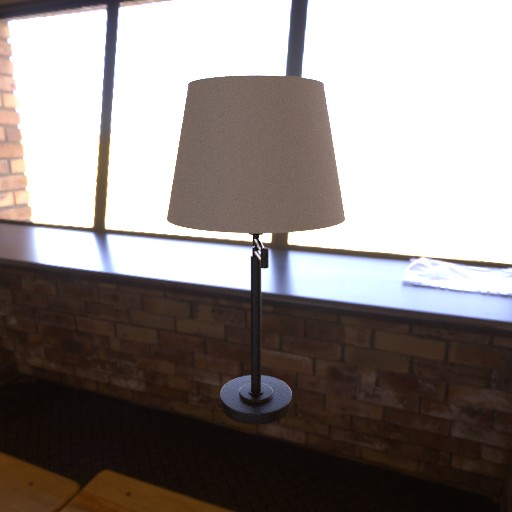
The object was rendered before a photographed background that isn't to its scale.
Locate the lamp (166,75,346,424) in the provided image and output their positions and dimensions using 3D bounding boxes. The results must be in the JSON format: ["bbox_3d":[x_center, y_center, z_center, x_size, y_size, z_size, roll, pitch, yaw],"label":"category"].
[{"bbox_3d":[0.000,0.000,0.932,0.363,0.696,0.363,0,14,0],"label":"lamp"}]
